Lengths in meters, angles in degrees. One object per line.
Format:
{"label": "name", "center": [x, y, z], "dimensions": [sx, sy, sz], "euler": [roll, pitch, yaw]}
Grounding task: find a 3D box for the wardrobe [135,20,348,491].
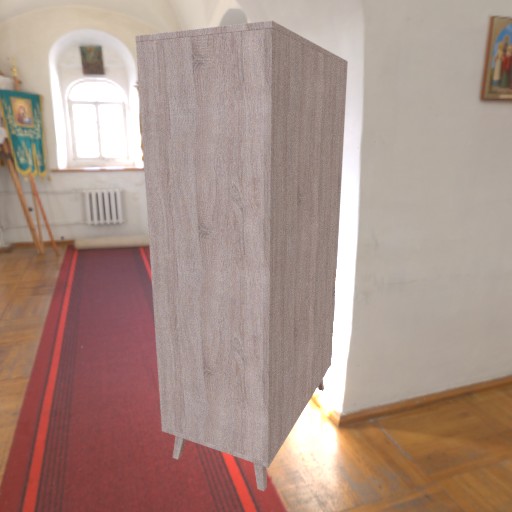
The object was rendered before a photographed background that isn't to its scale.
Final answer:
{"label": "wardrobe", "center": [0.000, 0.000, 2.302], "dimensions": [0.600, 1.960, 1.000], "euler": [7, 17, 25]}
